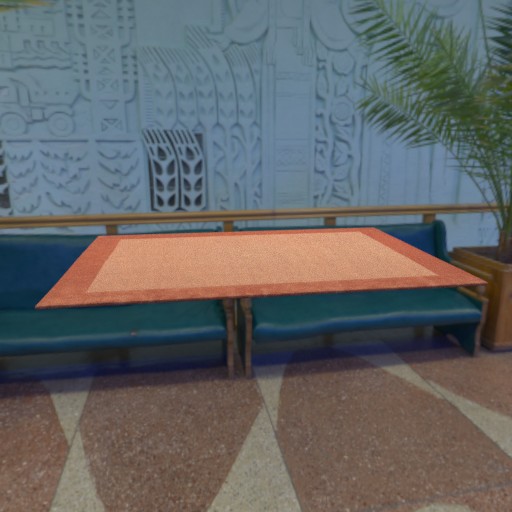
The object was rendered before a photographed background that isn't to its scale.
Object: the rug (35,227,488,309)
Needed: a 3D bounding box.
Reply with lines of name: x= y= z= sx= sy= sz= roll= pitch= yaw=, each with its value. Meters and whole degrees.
rug: x=0.000 y=0.000 z=2.343 sx=1.829 sy=0.014 sz=1.219 roll=-2 pitch=15 yaw=-8
